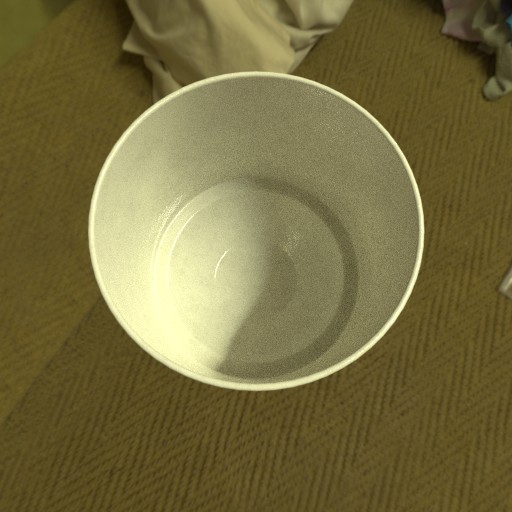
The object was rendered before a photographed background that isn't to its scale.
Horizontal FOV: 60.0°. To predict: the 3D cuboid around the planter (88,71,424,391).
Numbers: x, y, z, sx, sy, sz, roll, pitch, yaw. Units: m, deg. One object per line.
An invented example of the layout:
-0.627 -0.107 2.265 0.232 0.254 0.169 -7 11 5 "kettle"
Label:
0.000 0.000 0.338 0.190 0.181 0.190 0 75 0 "planter"
